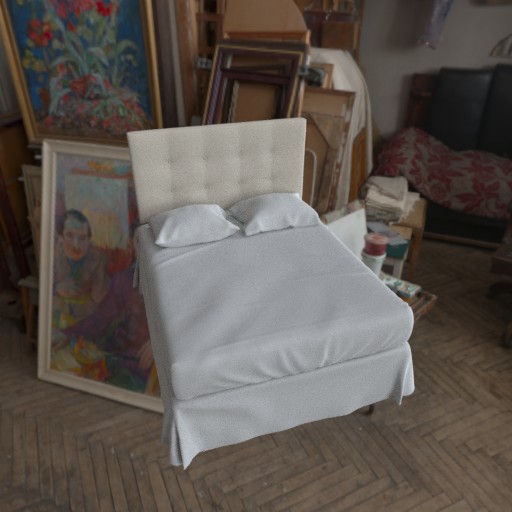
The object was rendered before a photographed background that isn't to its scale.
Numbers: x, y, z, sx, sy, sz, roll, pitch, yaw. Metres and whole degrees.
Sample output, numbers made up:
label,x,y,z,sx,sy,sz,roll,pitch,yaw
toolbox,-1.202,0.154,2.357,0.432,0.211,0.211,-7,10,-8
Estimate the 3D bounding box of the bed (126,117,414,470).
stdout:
label,x,y,z,sx,sy,sz,roll,pitch,yaw
bed,0.000,0.000,3.508,1.936,1.577,2.222,-10,32,-16
